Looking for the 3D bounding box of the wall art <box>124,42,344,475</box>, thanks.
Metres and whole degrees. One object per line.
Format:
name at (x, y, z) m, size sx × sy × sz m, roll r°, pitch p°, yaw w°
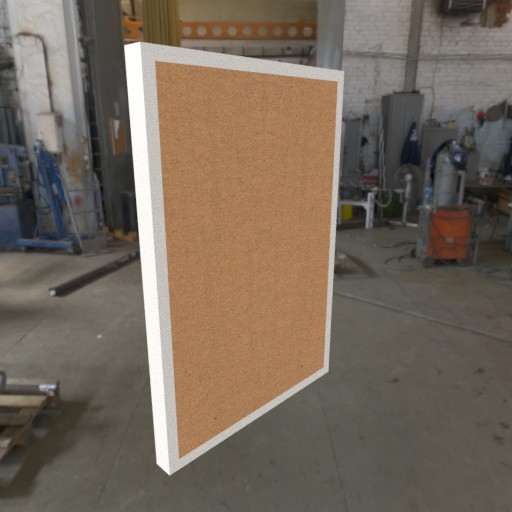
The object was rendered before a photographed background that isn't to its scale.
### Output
wall art at (0.000, 0.000, 0.527) m, size 0.025 × 0.428 × 0.293 m, roll 16°, pitch 23°, yaw 42°
